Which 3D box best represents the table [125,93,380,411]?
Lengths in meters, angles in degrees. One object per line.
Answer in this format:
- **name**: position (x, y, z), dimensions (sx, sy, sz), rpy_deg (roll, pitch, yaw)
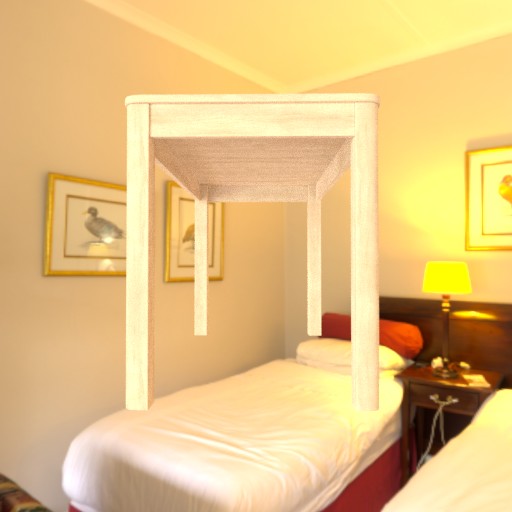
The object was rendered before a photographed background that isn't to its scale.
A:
- **table**: position (0.000, 0.000, 1.953), dimensions (0.750, 0.900, 1.400), rpy_deg (0, -1, 1)
